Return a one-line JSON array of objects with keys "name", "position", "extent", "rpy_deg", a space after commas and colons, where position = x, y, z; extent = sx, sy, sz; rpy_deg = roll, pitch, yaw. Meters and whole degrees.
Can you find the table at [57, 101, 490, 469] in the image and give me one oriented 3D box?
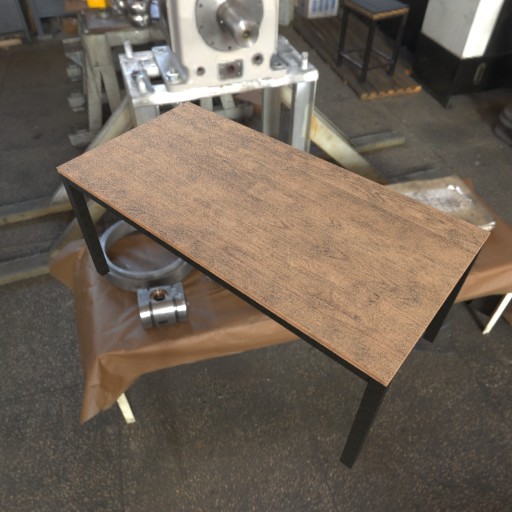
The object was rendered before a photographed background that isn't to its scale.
[{"name": "table", "position": [0.000, 0.000, 2.288], "extent": [1.805, 0.767, 0.893], "rpy_deg": [31, 53, 27]}]
